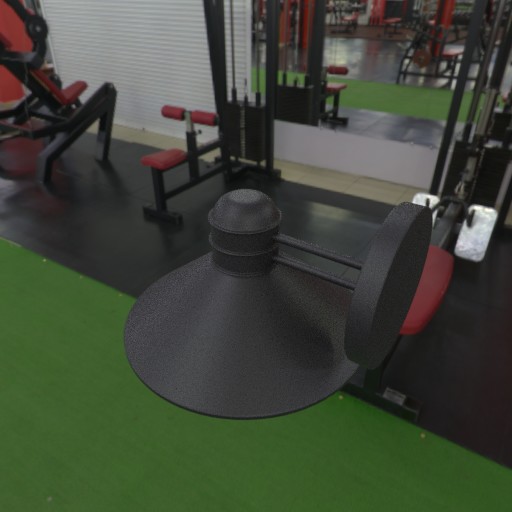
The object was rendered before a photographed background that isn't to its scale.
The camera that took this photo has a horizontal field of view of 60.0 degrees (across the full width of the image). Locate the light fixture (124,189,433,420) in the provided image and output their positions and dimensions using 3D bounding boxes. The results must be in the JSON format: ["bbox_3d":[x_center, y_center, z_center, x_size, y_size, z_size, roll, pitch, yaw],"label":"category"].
[{"bbox_3d":[0.000,0.000,0.659,0.434,0.265,0.396,20,37,29],"label":"light fixture"}]
